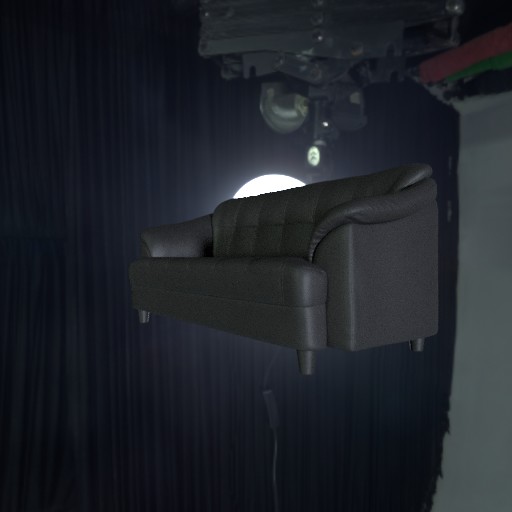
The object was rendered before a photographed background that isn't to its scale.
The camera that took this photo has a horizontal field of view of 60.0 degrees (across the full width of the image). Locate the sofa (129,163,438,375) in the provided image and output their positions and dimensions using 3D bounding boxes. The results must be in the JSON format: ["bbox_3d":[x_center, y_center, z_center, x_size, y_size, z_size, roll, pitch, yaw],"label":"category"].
[{"bbox_3d":[0.000,0.000,2.300,0.800,0.811,1.829,0,0,-36],"label":"sofa"}]
